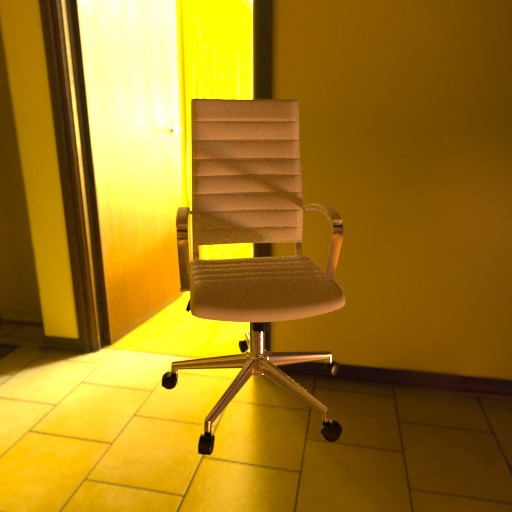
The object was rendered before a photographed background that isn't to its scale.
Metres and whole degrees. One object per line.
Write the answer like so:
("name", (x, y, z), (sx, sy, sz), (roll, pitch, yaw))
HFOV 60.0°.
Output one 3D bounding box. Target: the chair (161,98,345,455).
("chair", (0.000, 0.000, 1.662), (0.766, 1.149, 0.739), (-2, 16, -8))
